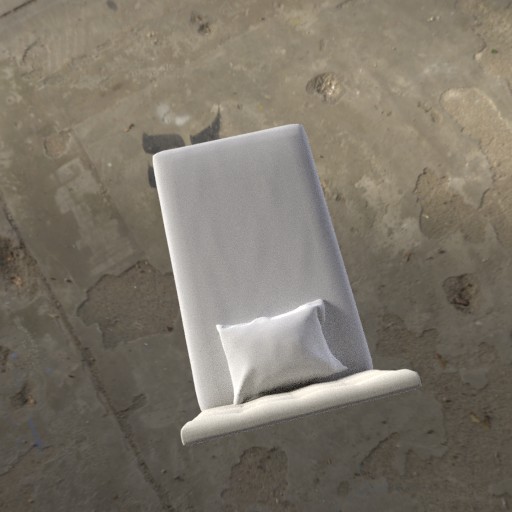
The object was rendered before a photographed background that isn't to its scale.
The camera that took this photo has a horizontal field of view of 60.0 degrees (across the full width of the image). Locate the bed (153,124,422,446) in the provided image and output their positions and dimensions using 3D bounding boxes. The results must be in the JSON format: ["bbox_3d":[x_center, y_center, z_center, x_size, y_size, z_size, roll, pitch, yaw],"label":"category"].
[{"bbox_3d":[0.000,0.000,3.009,1.261,1.571,1.997,-13,76,-3],"label":"bed"}]
